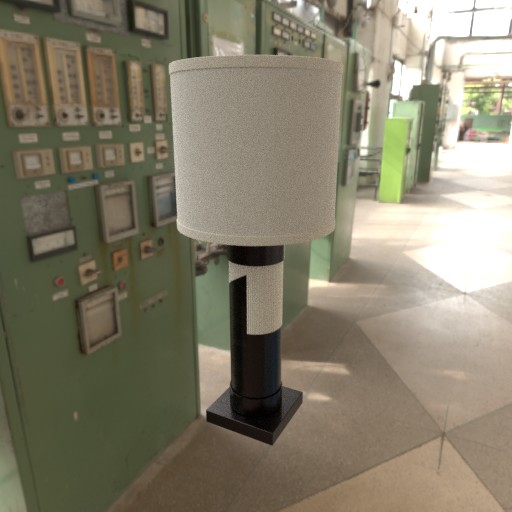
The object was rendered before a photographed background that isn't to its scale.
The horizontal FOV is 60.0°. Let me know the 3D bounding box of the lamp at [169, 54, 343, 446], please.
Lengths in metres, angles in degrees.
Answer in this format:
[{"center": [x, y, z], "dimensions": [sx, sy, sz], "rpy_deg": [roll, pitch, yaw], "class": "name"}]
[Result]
[{"center": [0.000, 0.000, 0.614], "dimensions": [0.211, 0.509, 0.211], "rpy_deg": [9, 20, 27], "class": "lamp"}]
